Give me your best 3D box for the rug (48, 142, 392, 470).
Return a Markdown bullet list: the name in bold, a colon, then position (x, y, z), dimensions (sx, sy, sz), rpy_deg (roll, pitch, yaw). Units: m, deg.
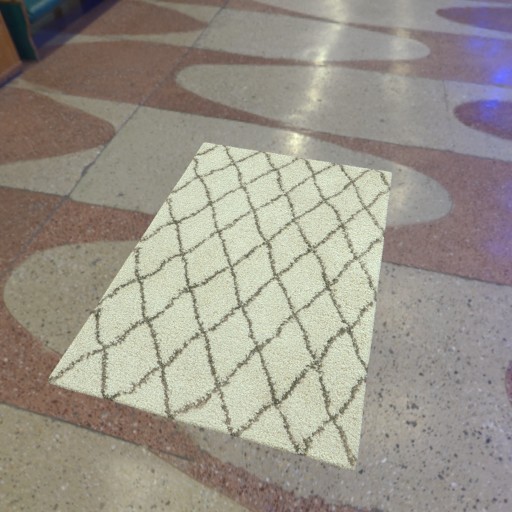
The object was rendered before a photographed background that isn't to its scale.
- **rug**: position (0.000, 0.000, 2.227), dimensions (1.219, 0.030, 1.778), rpy_deg (12, 48, 11)
